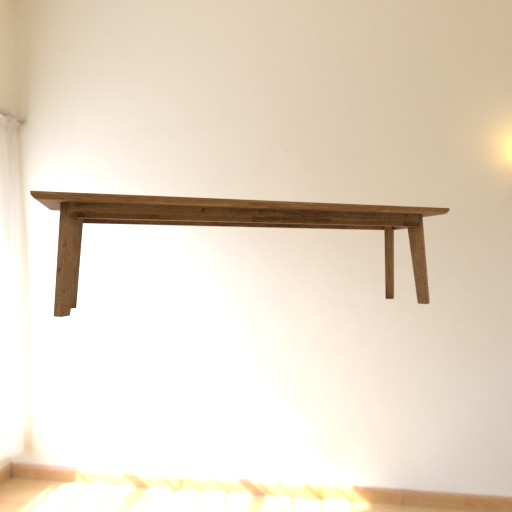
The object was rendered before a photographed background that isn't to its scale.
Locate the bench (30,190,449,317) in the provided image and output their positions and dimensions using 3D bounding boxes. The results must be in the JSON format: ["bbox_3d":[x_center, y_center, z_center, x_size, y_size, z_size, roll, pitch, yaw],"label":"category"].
[{"bbox_3d":[0.000,0.000,1.910,1.698,0.431,0.378,0,0,-17],"label":"bench"}]
